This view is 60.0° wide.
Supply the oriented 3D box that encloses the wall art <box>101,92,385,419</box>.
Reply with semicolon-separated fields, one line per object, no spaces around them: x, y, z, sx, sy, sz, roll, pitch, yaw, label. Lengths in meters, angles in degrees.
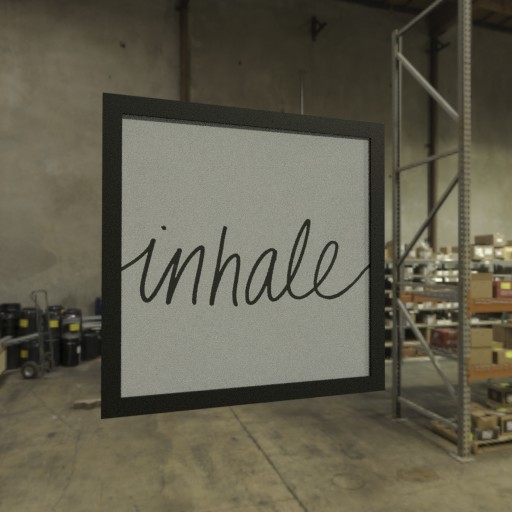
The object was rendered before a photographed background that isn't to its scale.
0.000;0.000;0.541;0.356;0.356;0.013;0;-1;-18;wall art
